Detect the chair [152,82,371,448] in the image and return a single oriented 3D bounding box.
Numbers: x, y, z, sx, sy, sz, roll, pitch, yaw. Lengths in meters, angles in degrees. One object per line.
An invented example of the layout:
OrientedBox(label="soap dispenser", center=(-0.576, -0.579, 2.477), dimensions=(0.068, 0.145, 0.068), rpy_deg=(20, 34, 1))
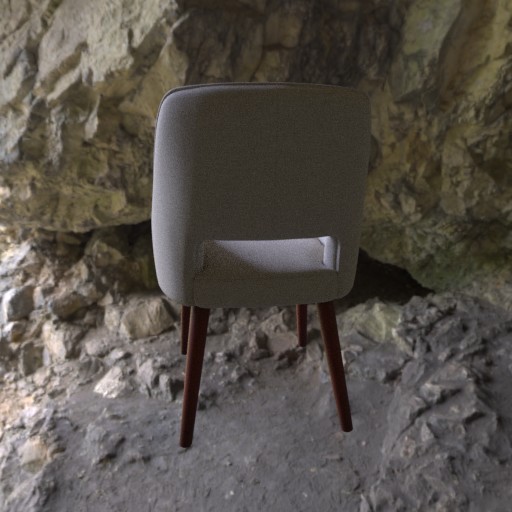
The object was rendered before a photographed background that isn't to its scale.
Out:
OrientedBox(label="chair", center=(0.000, 0.000, 1.228), dimensions=(0.560, 0.840, 0.580), rpy_deg=(-2, 15, -8))
